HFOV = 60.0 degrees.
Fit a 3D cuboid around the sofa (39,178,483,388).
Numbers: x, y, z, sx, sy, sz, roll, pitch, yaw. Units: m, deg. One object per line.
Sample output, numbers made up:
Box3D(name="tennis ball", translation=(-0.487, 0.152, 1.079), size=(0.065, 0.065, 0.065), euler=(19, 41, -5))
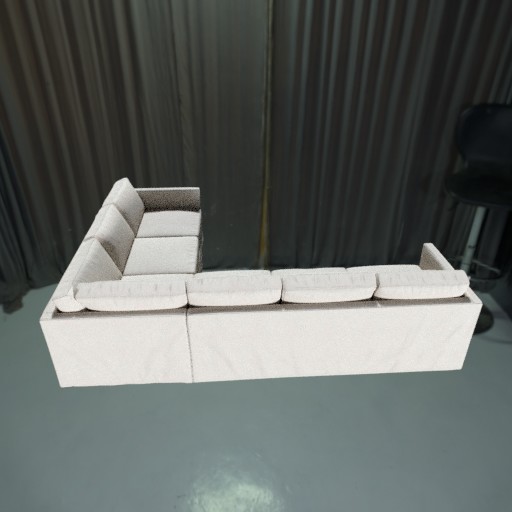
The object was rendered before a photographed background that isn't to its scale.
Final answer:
Box3D(name="sofa", translation=(0.000, 0.000, 4.303), size=(3.182, 0.871, 2.432), euler=(-2, 31, -3))
